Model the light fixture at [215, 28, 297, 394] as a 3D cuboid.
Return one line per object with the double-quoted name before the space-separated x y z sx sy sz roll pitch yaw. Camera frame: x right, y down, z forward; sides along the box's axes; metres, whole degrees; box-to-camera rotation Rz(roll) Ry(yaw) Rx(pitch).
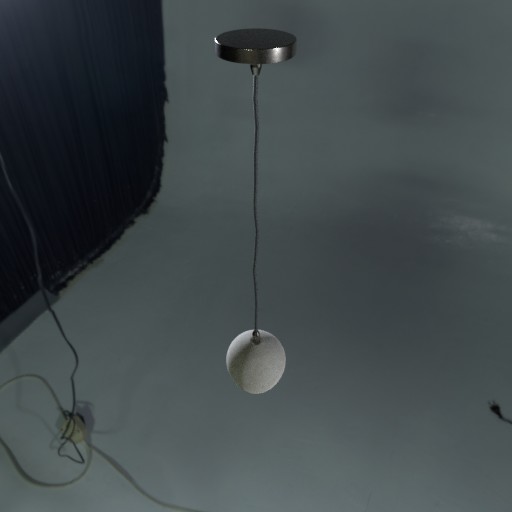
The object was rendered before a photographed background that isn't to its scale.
"light fixture" 0.000 0.000 0.842 0.139 0.764 0.139 12 41 15
